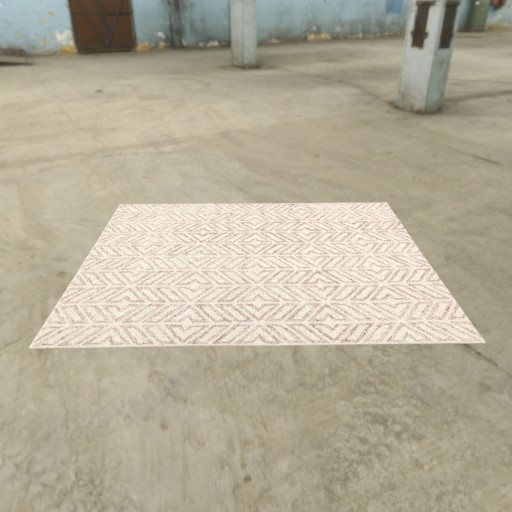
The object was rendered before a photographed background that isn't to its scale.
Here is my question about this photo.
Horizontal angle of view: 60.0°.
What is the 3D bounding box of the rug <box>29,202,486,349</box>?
[{"bbox_3d":[0.000,0.000,3.997,3.045,0.008,2.421,0,30,-1],"label":"rug"}]
